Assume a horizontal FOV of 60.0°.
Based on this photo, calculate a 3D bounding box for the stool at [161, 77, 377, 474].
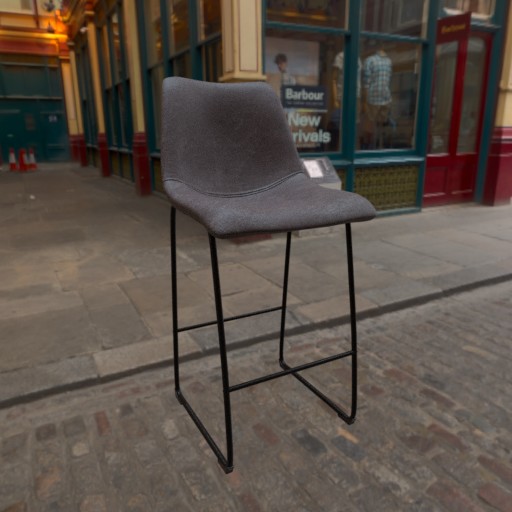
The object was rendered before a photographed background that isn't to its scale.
[{"bbox_3d":[0.000,0.000,1.394,0.514,1.082,0.561,-9,18,-28],"label":"stool"}]
